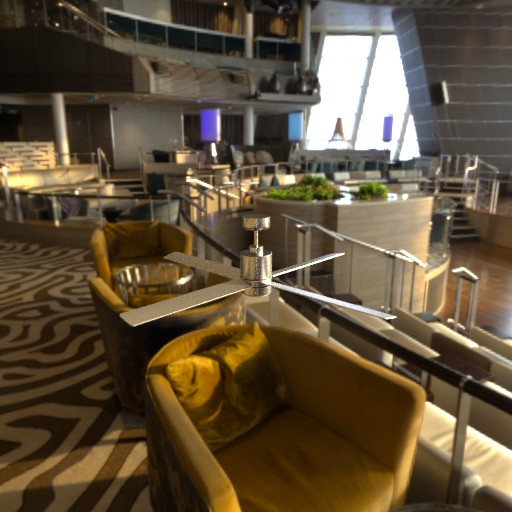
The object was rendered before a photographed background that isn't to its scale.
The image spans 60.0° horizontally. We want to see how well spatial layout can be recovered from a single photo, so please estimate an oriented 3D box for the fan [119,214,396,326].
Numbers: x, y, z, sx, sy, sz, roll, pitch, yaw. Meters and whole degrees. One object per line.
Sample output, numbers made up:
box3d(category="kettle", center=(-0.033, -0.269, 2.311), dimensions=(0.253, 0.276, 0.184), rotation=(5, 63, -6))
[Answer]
box3d(category="fan", center=(0.000, 0.000, 1.972), dimensions=(1.322, 0.355, 1.322), rotation=(13, 20, 42))
